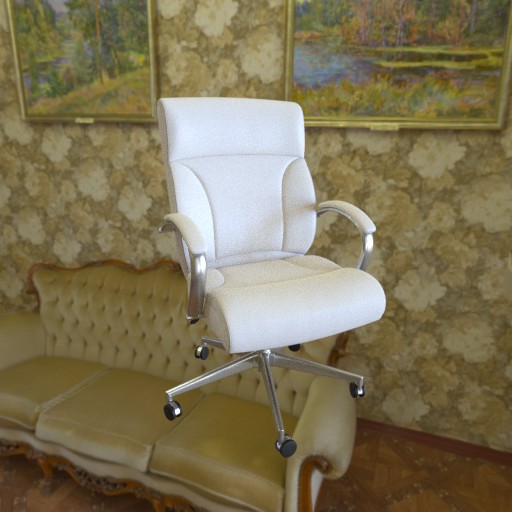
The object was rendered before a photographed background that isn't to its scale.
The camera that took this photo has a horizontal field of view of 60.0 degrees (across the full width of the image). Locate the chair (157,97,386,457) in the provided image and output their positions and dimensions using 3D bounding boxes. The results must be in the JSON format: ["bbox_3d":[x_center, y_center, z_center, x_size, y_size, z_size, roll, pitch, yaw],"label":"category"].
[{"bbox_3d":[0.000,0.000,1.580,0.727,1.099,0.745,-8,17,-25],"label":"chair"}]
